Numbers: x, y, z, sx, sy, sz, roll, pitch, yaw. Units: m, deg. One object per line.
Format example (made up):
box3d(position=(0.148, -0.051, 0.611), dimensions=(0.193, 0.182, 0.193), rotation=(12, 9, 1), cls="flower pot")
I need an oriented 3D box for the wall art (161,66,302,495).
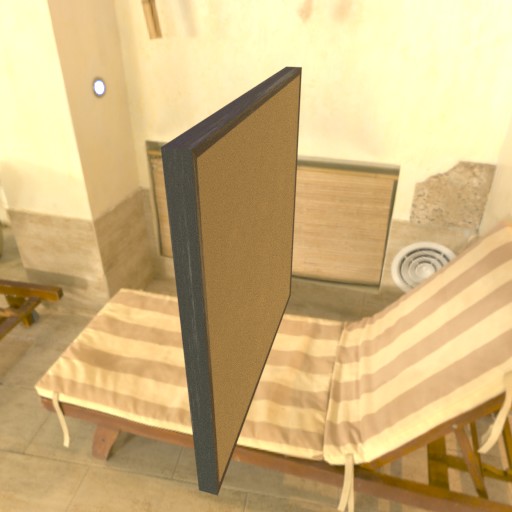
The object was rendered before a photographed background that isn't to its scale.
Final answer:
box3d(position=(0.000, 0.000, 1.082), dimensions=(0.043, 0.758, 0.762), rotation=(8, 32, 13), cls="wall art")
